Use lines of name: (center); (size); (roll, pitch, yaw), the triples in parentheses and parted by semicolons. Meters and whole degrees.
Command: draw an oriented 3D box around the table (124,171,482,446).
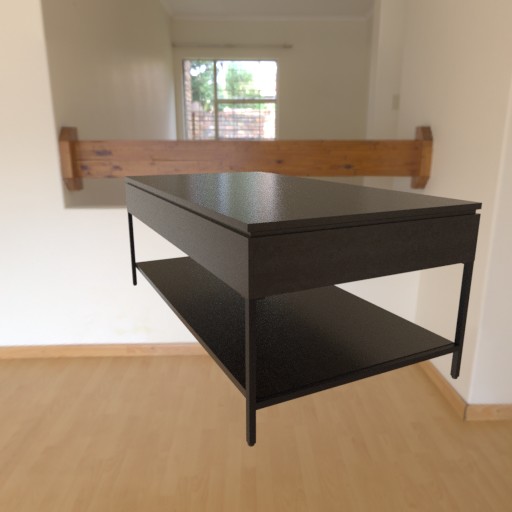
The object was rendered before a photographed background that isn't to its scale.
table: (0.000, 0.000, 1.386); (0.574, 0.435, 1.095); (-7, 16, -25)
